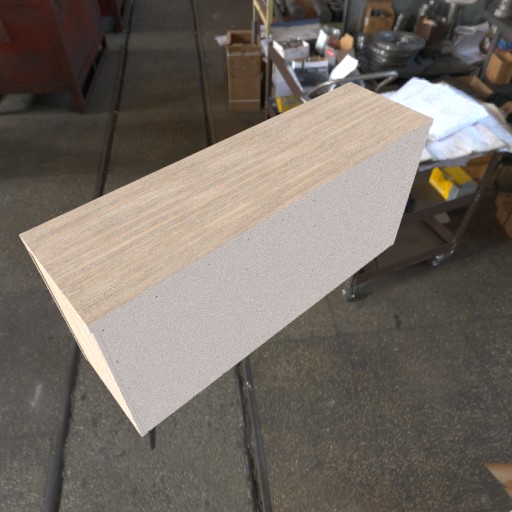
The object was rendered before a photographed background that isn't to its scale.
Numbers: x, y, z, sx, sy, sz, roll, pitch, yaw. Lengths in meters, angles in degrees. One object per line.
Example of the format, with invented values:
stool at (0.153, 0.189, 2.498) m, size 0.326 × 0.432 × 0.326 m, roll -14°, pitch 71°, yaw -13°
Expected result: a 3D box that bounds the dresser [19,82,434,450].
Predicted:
dresser at (0.000, 0.000, 1.899) m, size 1.524 × 0.914 × 0.457 m, roll -33°, pitch 55°, yaw -27°
